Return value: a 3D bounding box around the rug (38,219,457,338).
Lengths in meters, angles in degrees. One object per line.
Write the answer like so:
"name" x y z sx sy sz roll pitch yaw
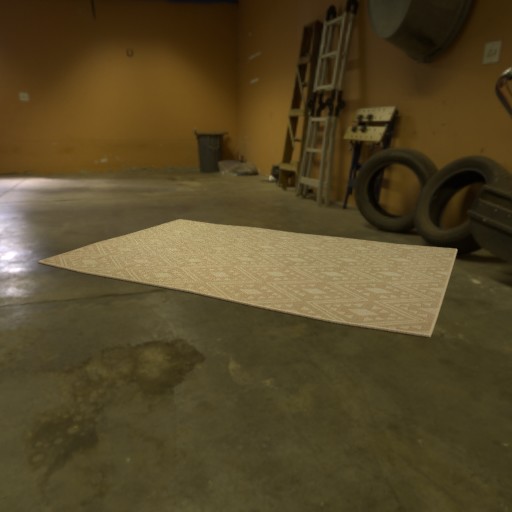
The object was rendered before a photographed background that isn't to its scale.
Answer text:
"rug" 0.000 0.000 3.034 2.430 0.053 1.553 8 18 26
